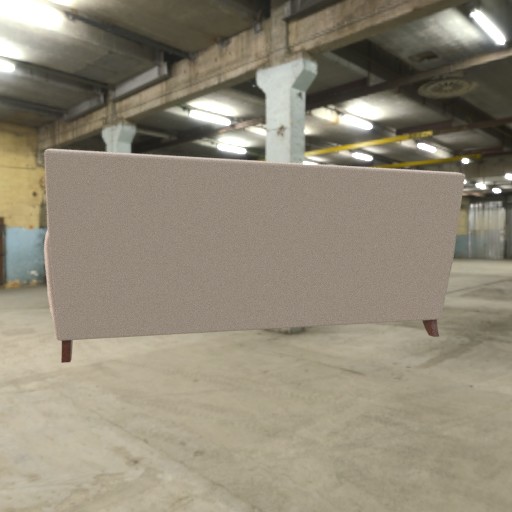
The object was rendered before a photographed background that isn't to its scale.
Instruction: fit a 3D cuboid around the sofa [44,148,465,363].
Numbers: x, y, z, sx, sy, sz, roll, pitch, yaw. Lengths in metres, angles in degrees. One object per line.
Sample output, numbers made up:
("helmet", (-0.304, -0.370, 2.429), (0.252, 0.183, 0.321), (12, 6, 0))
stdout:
("sofa", (0.000, 0.000, 2.342), (2.000, 0.846, 0.875), (0, 1, -17))
